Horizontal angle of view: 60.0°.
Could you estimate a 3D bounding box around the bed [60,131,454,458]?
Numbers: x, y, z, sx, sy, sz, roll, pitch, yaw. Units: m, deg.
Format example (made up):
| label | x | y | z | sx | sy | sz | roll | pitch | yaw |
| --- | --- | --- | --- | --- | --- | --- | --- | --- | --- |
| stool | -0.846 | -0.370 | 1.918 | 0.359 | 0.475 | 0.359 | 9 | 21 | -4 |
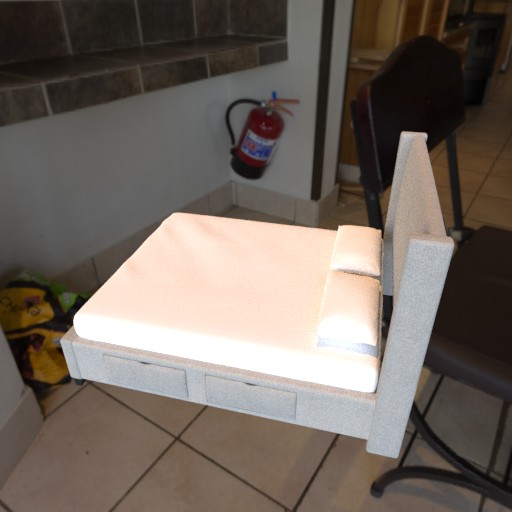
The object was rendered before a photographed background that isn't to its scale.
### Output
| label | x | y | z | sx | sy | sz | roll | pitch | yaw |
| --- | --- | --- | --- | --- | --- | --- | --- | --- | --- |
| bed | 0.000 | 0.000 | 3.243 | 2.222 | 1.491 | 1.774 | 8 | 32 | 12 |
